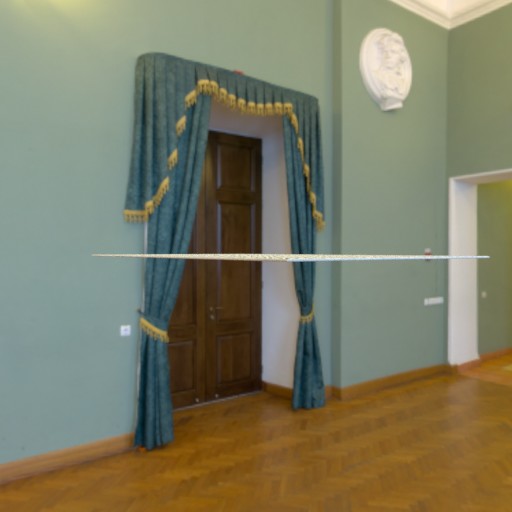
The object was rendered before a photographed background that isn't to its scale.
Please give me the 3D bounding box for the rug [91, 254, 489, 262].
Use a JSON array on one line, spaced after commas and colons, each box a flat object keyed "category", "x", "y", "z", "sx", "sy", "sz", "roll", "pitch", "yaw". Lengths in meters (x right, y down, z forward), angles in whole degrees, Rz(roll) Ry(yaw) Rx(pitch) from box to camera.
[{"category": "rug", "x": 0.000, "y": 0.000, "z": 3.054, "sx": 1.517, "sy": 0.011, "sz": 2.435, "roll": 0, "pitch": 1, "yaw": -36}]
